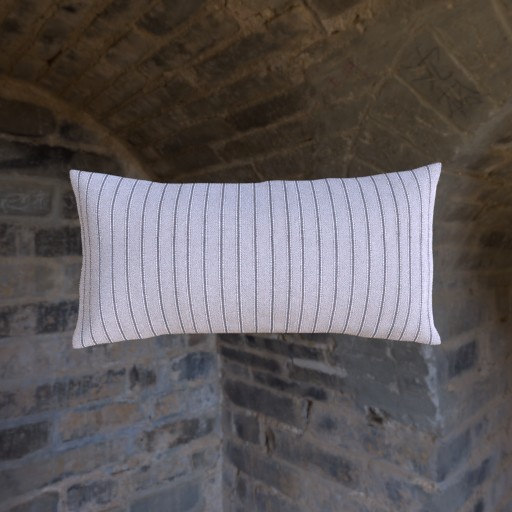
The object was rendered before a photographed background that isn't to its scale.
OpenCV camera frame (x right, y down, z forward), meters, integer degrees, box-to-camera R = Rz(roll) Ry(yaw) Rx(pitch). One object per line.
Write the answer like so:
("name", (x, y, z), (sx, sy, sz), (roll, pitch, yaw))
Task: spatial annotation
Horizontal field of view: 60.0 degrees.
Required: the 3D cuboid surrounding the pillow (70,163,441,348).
("pillow", (0.000, 0.000, 0.727), (0.609, 0.305, 0.151), (0, 0, 0))
